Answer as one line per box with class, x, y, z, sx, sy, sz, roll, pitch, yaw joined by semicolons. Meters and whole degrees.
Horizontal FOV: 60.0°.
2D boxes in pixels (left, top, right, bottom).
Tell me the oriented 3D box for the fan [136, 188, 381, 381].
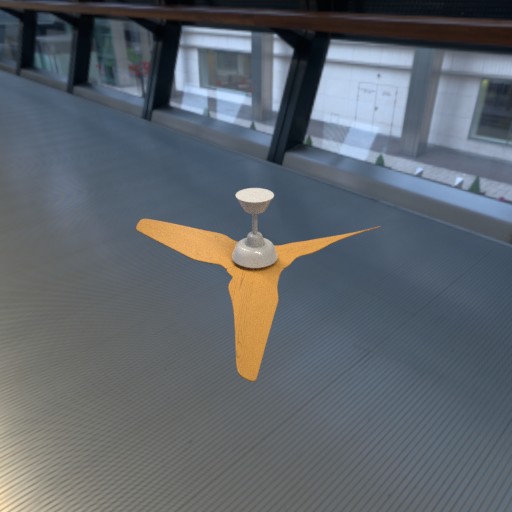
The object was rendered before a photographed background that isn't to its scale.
fan;0.000;0.000;1.617;1.142;0.355;1.010;0;30;1
